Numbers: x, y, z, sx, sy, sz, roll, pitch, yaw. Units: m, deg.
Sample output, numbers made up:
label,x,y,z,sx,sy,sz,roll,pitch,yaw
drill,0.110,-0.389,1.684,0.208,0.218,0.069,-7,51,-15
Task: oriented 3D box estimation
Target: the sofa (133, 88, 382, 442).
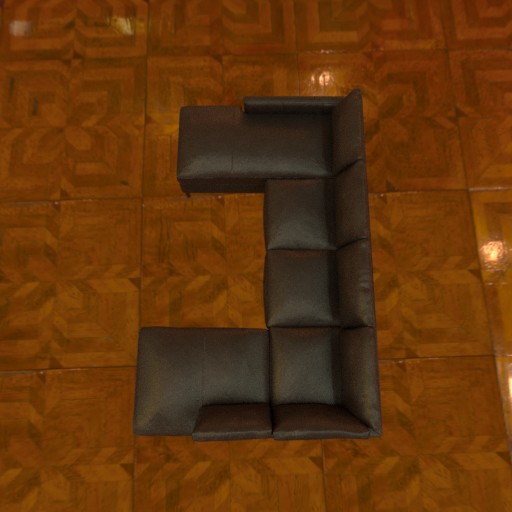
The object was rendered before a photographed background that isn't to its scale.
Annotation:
label,x,y,z,sx,sy,sz,roll,pitch,yaw
sofa,0.000,0.000,3.885,1.939,0.900,2.956,0,76,0
